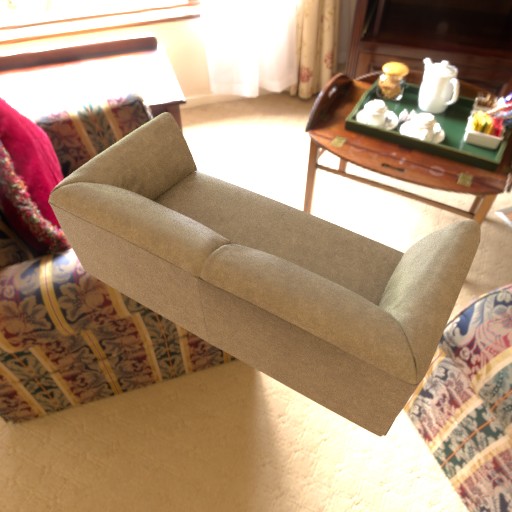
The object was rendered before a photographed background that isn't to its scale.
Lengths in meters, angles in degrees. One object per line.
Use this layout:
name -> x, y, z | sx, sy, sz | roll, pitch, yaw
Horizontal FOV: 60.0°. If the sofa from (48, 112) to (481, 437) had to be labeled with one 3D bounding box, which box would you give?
sofa -> 0.000, 0.000, 2.296 | 1.878, 0.747, 0.905 | 25, 52, 21
